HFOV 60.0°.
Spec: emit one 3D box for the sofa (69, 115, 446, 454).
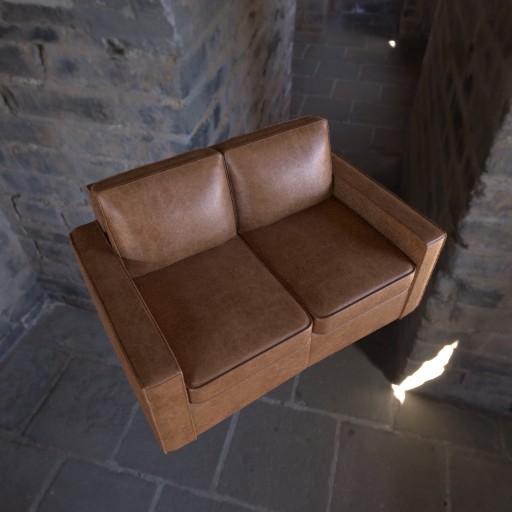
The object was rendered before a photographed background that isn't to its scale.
[{"bbox_3d":[0.000,0.000,2.174,1.532,0.896,1.020,-24,49,-22],"label":"sofa"}]
